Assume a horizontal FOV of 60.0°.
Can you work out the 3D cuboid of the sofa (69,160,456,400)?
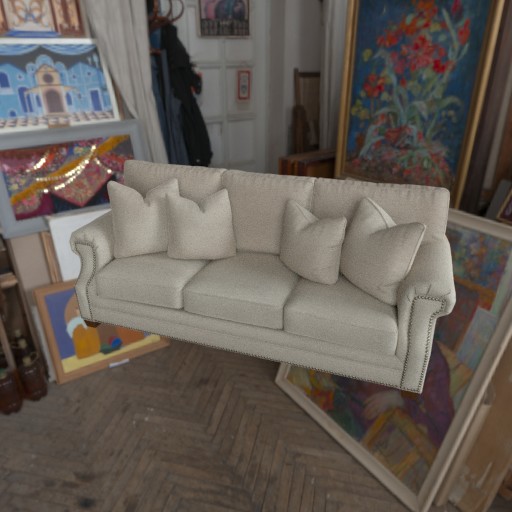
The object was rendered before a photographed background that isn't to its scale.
[{"bbox_3d":[0.000,0.000,2.837,2.312,0.975,0.965,8,26,17],"label":"sofa"}]
